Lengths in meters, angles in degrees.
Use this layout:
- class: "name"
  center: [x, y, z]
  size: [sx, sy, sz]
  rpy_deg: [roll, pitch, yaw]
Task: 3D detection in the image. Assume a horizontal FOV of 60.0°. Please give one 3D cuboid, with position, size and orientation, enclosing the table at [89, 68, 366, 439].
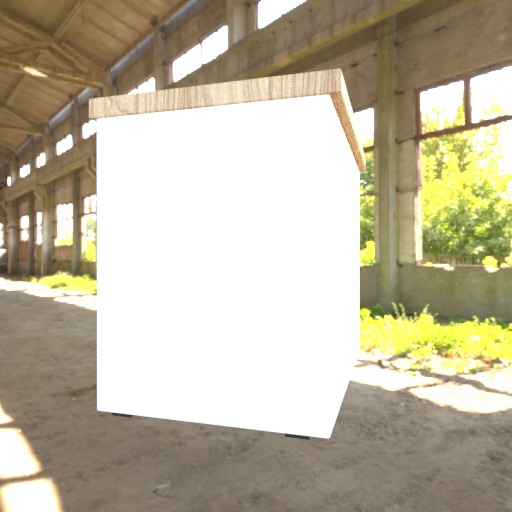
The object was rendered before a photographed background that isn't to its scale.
- class: "table"
  center: [0.000, 0.000, 0.807]
  size: [0.360, 0.440, 0.500]
  rpy_deg: [0, 0, 17]
